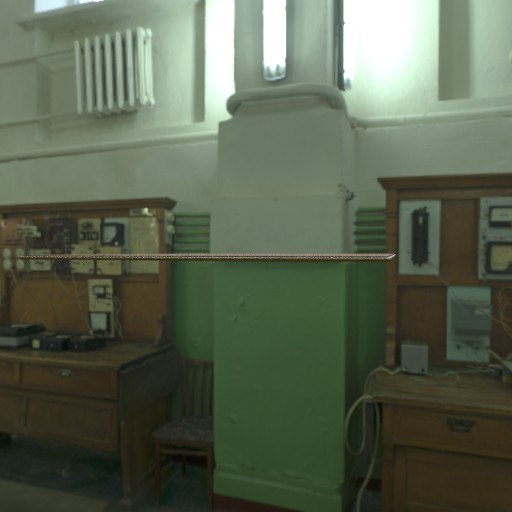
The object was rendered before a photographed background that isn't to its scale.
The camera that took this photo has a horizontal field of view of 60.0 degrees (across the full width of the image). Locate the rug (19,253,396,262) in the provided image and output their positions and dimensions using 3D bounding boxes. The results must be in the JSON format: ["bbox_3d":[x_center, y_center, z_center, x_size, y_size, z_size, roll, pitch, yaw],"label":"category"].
[{"bbox_3d":[0.000,0.000,4.098,2.435,0.031,3.040,0,1,18],"label":"rug"}]
